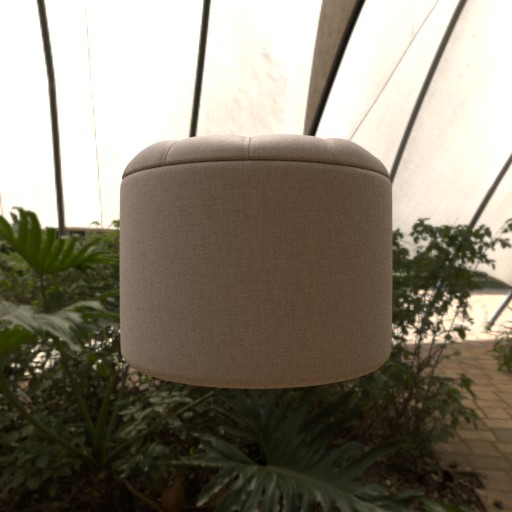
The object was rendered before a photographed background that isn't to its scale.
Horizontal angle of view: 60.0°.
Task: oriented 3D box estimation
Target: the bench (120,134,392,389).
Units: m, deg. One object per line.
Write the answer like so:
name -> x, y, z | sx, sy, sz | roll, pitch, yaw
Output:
bench -> 0.000, 0.000, 1.021 | 0.600, 0.453, 0.600 | 0, 0, 0
